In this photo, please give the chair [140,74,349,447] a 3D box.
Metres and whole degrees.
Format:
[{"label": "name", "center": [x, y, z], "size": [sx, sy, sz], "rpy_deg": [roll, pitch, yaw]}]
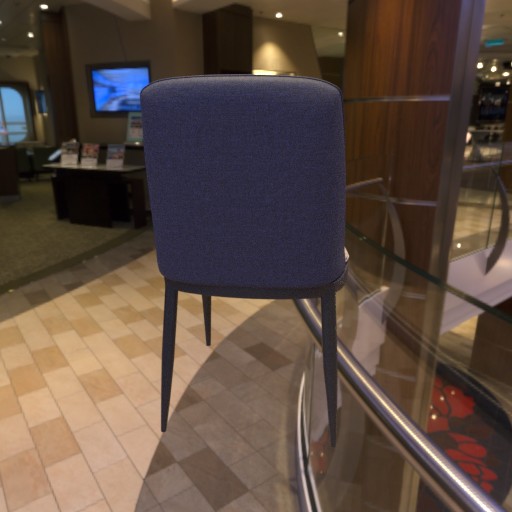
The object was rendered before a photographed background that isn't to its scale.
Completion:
[{"label": "chair", "center": [0.000, 0.000, 1.158], "size": [0.480, 0.839, 0.551], "rpy_deg": [2, 18, 7]}]
